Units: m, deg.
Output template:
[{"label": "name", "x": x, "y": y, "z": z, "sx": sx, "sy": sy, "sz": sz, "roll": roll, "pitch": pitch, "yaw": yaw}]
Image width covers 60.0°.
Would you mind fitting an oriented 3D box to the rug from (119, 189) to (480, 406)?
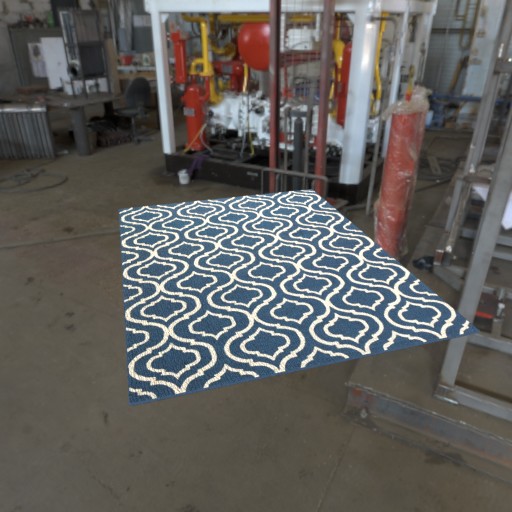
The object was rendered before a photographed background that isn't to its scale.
[{"label": "rug", "x": 0.000, "y": 0.000, "z": 3.889, "sx": 2.270, "sy": 0.020, "sz": 2.881, "roll": -8, "pitch": 29, "yaw": -14}]
